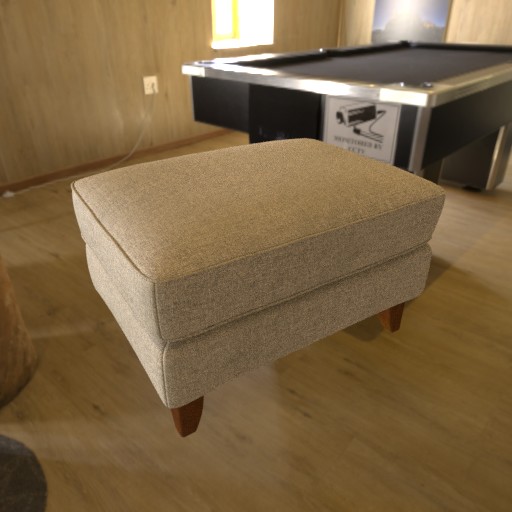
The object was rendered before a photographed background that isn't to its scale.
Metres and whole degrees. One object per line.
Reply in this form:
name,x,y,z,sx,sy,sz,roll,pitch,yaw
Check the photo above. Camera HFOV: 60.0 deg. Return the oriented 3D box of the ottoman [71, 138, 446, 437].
ottoman,0.000,0.000,1.344,0.889,0.561,0.661,-18,34,-28
